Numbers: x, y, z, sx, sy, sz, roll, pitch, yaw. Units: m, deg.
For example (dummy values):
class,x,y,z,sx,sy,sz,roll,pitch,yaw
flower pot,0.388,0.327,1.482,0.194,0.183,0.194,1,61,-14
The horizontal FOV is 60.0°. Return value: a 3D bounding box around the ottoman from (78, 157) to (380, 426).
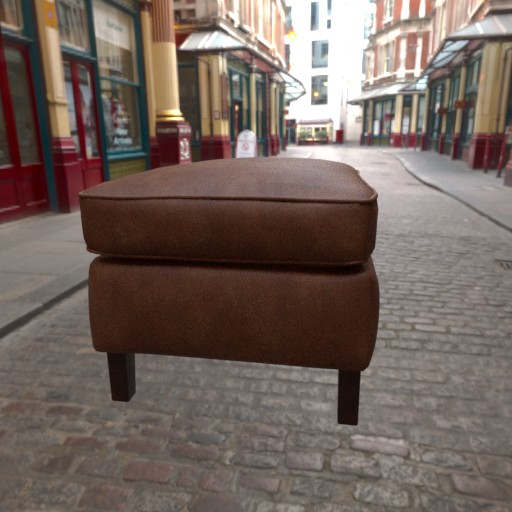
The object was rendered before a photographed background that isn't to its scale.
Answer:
class,x,y,z,sx,sy,sz,roll,pitch,yaw
ottoman,0.000,0.000,0.996,0.501,0.418,0.665,3,15,9
